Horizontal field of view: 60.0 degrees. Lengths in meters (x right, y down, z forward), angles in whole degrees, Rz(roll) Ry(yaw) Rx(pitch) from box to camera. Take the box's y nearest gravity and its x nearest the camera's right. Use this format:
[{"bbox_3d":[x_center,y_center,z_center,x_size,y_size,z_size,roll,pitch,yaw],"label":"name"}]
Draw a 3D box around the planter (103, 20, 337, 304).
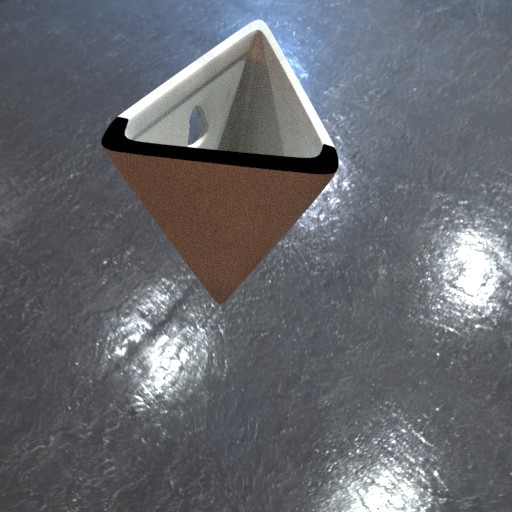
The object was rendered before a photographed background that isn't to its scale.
[{"bbox_3d":[0.000,0.000,0.157,0.047,0.130,0.058,33,63,19],"label":"planter"}]
